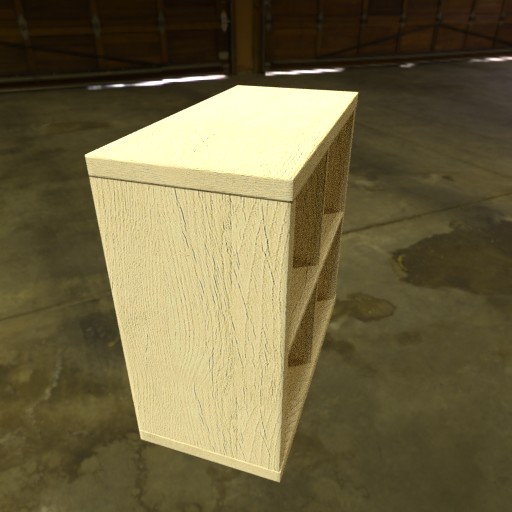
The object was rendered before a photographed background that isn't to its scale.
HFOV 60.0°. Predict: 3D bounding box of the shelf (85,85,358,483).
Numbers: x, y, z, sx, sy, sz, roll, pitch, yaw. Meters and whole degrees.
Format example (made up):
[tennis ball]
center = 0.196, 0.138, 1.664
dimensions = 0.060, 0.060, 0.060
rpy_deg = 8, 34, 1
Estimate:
[shelf]
center = 0.000, 0.000, 1.272
dimensions = 0.390, 0.786, 0.790
rpy_deg = 10, 31, 16
